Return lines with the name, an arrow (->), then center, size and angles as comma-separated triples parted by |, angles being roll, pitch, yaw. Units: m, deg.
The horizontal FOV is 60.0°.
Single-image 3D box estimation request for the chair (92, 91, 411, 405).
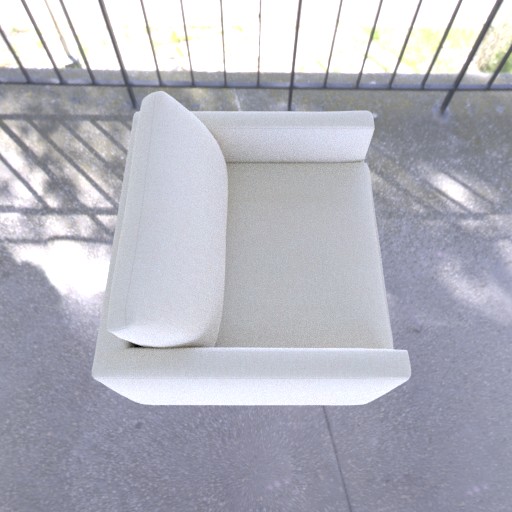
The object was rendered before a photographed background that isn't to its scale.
chair -> 0.000, 0.000, 1.559 | 0.875, 0.806, 0.964 | 0, 64, 0
